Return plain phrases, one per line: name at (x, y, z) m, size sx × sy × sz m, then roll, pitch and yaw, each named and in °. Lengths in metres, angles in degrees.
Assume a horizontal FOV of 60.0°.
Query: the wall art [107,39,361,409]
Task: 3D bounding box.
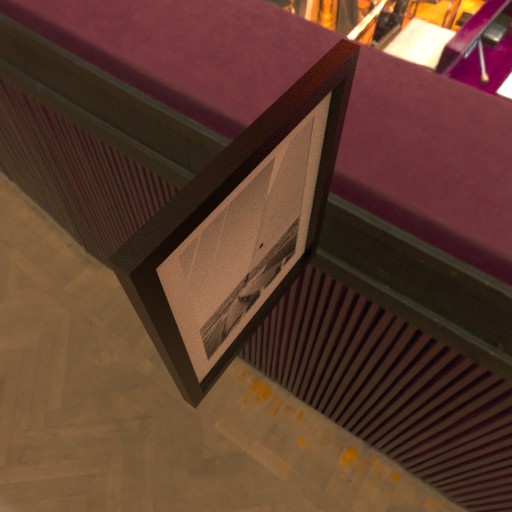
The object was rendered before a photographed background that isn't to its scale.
wall art at (0.000, 0.000, 0.772) m, size 0.031 × 0.558 × 0.461 m, roll 32°, pitch 63°, yaw 18°
